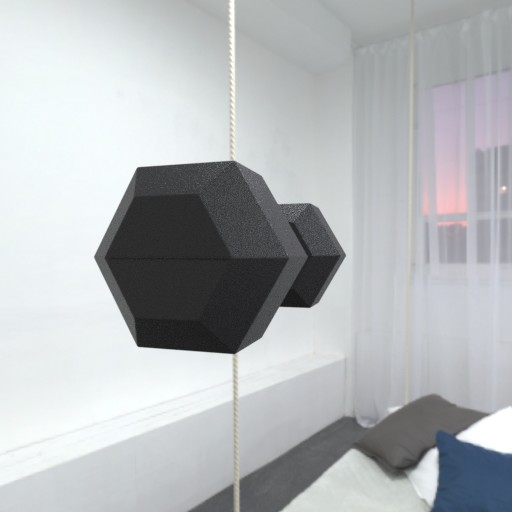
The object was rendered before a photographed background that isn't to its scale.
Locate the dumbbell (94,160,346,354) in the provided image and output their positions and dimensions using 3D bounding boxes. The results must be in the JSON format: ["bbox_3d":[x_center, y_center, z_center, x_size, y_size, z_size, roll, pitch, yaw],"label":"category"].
[{"bbox_3d":[0.000,0.000,0.436,0.141,0.123,0.356,0,0,18],"label":"dumbbell"}]
